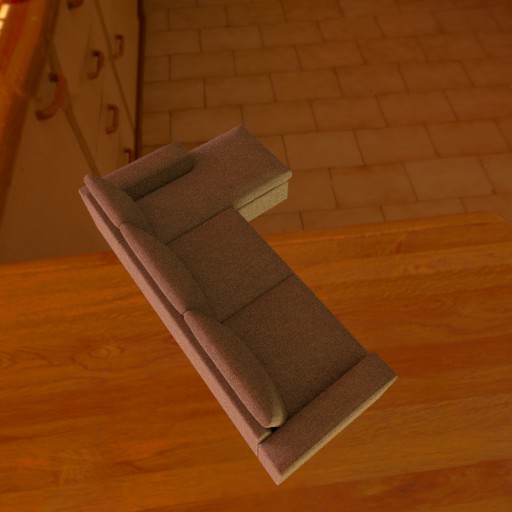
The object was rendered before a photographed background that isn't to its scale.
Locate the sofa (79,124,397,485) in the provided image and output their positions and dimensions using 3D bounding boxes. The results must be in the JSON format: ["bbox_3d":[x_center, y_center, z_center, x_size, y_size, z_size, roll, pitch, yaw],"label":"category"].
[{"bbox_3d":[0.000,0.000,3.515,1.689,0.940,2.718,-33,64,-19],"label":"sofa"}]
